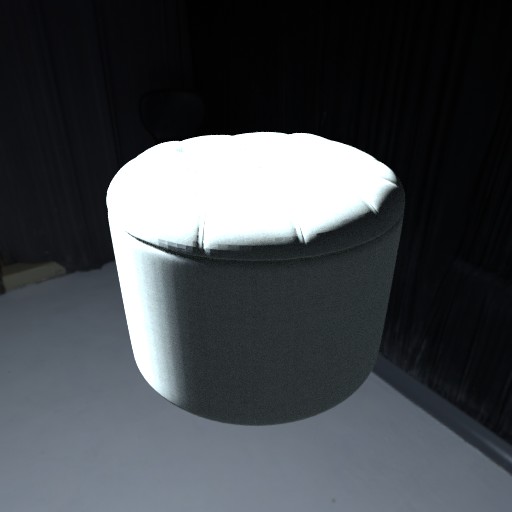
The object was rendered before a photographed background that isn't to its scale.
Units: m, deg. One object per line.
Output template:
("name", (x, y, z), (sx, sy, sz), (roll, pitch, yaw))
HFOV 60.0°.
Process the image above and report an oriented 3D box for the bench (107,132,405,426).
("bench", (0.000, 0.000, 1.006), (0.600, 0.453, 0.600), (0, 30, 0))
